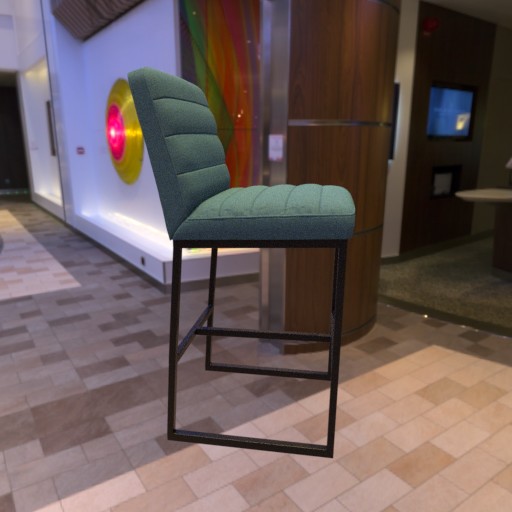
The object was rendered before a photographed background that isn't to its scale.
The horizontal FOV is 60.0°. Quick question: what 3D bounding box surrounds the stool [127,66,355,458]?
[{"bbox_3d":[0.000,0.000,1.358,0.560,1.040,0.460,2,15,9],"label":"stool"}]
